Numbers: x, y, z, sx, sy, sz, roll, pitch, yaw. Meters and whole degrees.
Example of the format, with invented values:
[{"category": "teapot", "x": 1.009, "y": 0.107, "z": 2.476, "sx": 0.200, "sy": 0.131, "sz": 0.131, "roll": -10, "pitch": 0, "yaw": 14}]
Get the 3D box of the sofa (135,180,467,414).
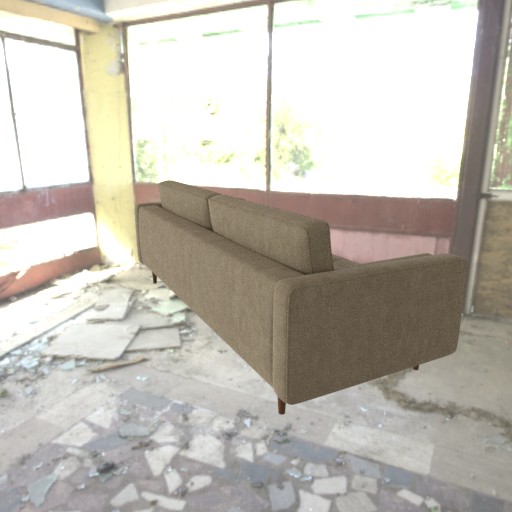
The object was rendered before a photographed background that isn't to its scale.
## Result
[{"category": "sofa", "x": 0.000, "y": 0.000, "z": 2.634, "sx": 0.919, "sy": 0.770, "sz": 2.200, "roll": -8, "pitch": 17, "yaw": -27}]
